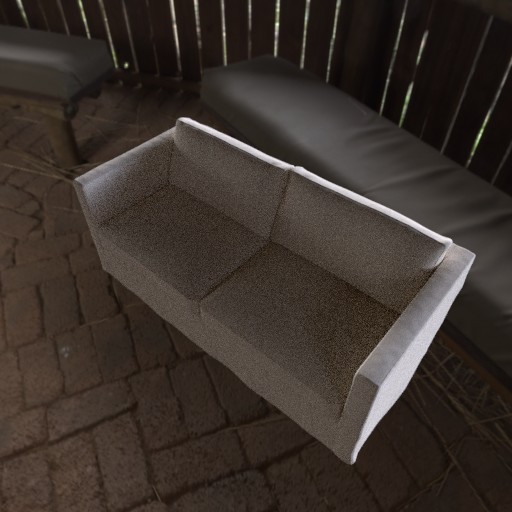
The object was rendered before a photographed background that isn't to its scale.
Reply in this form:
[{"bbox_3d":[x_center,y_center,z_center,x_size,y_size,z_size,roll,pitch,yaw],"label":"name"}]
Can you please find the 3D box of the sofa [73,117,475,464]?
[{"bbox_3d":[0.000,0.000,2.495,1.987,0.870,0.940,32,54,27],"label":"sofa"}]
